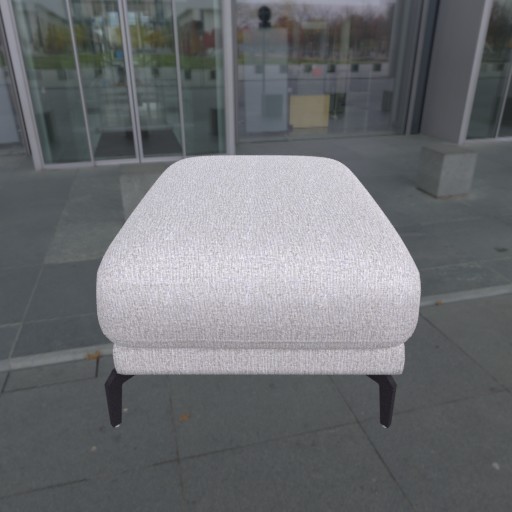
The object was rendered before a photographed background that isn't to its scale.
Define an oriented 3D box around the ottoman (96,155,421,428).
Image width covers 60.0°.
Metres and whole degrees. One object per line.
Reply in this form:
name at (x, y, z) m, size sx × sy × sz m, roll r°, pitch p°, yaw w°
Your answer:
ottoman at (0.000, 0.000, 1.091) m, size 0.568 × 0.420 × 0.772 m, roll 0°, pitch 25°, yaw 0°
